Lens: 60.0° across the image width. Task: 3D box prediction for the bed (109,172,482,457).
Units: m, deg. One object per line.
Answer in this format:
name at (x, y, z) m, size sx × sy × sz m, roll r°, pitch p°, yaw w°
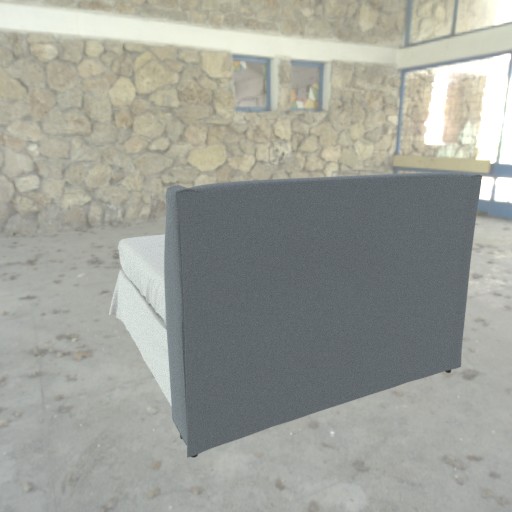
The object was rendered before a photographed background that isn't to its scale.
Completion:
bed at (0.000, 0.000, 3.347) m, size 1.925 × 1.332 × 2.276 m, roll -7°, pitch 16°, yaw -26°
